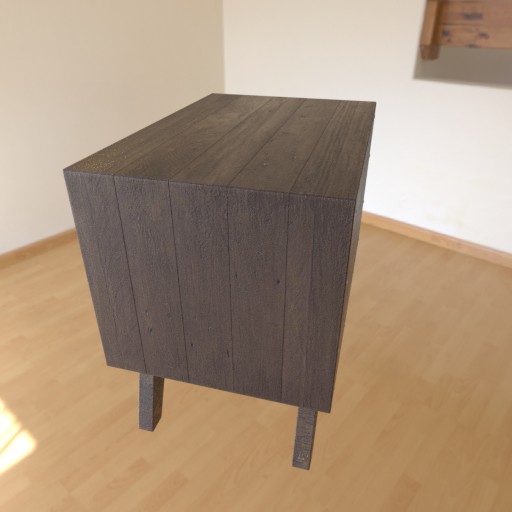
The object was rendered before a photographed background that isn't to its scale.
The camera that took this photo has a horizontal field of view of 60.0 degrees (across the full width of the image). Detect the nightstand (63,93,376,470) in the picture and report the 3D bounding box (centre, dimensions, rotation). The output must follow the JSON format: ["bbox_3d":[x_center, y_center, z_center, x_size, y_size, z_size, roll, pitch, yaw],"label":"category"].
[{"bbox_3d":[0.000,0.000,1.040,0.450,0.599,0.650,8,31,13],"label":"nightstand"}]
